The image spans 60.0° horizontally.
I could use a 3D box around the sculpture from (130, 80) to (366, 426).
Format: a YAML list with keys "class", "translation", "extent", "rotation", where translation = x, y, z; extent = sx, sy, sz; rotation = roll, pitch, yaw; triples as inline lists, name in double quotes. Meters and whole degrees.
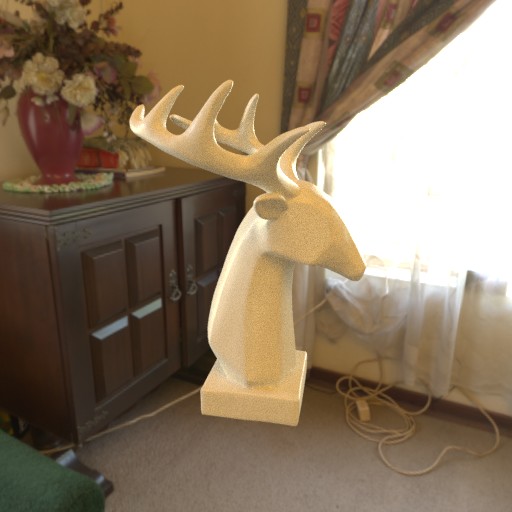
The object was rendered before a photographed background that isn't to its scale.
- class: "sculpture"
  translation: [0.000, 0.000, 0.462]
  extent: [0.224, 0.329, 0.174]
  rotation: [3, 17, 10]
